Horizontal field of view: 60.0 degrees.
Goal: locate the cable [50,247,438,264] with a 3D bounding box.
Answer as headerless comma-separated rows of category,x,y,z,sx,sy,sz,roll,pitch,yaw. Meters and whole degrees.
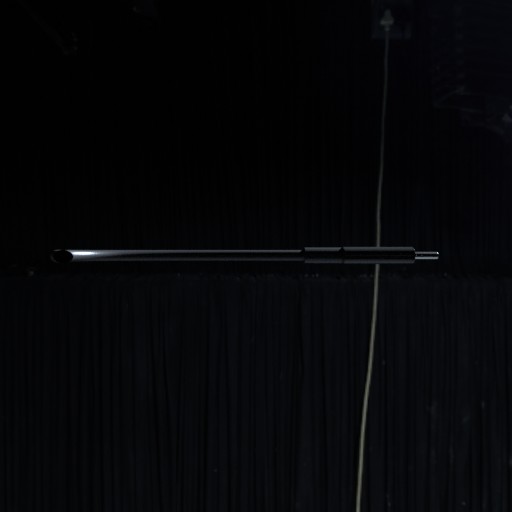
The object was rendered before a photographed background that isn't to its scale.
cable,0.000,0.000,0.110,0.098,0.005,0.041,0,1,1
